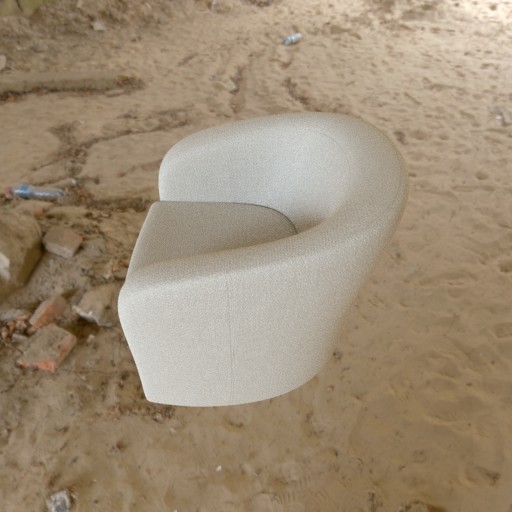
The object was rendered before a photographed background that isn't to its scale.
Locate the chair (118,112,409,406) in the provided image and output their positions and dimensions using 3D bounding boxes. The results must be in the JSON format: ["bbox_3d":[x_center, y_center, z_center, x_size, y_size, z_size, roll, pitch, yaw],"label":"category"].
[{"bbox_3d":[0.000,0.000,1.463,0.815,0.771,0.791,0,42,0],"label":"chair"}]
